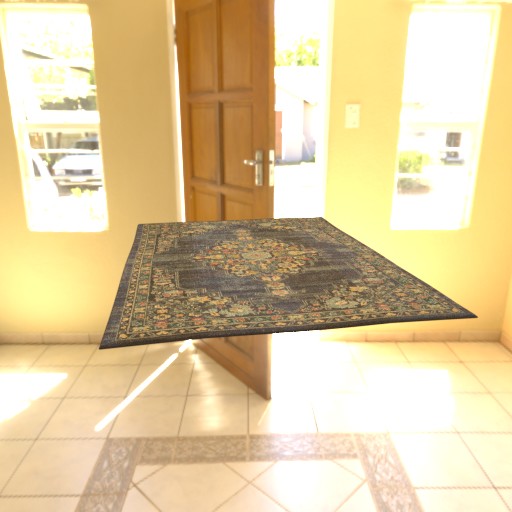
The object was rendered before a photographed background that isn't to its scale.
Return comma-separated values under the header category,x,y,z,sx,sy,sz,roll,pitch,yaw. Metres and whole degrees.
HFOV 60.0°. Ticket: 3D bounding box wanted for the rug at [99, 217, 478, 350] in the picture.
category,x,y,z,sx,sy,sz,roll,pitch,yaw
rug,0.000,0.000,4.762,2.716,0.035,3.612,-3,17,-10
